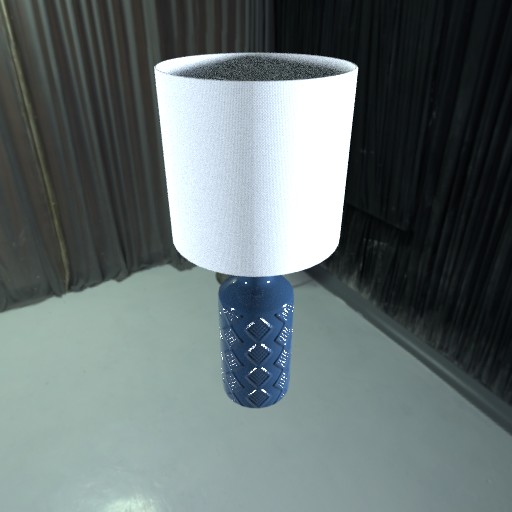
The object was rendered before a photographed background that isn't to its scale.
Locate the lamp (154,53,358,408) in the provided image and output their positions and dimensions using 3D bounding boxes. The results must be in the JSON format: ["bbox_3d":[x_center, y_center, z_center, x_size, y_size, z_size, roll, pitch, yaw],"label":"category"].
[{"bbox_3d":[0.000,0.000,0.576,0.207,0.461,0.207,-20,36,-29],"label":"lamp"}]
